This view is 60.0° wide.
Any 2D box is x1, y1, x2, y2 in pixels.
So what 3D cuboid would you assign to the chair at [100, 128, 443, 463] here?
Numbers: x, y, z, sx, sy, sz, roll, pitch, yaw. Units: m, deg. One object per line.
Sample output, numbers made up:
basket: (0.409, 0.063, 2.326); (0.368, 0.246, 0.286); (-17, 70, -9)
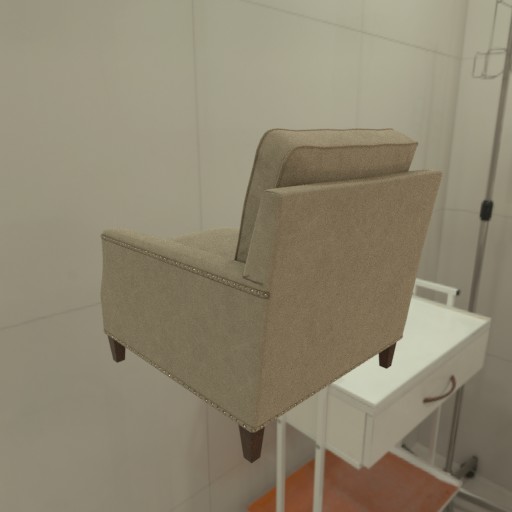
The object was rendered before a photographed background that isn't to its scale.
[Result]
chair: (0.000, 0.000, 1.702); (0.853, 0.943, 1.014); (-15, 22, -42)
